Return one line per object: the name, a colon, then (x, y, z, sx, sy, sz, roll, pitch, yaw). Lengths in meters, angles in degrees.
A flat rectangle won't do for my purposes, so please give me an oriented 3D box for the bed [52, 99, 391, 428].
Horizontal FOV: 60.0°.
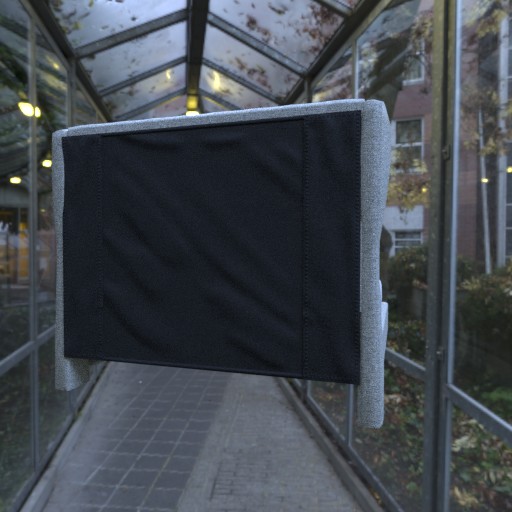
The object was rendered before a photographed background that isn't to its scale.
bed: (0.000, 0.000, 3.776, 2.219, 1.771, 2.347, 0, 2, 18)
